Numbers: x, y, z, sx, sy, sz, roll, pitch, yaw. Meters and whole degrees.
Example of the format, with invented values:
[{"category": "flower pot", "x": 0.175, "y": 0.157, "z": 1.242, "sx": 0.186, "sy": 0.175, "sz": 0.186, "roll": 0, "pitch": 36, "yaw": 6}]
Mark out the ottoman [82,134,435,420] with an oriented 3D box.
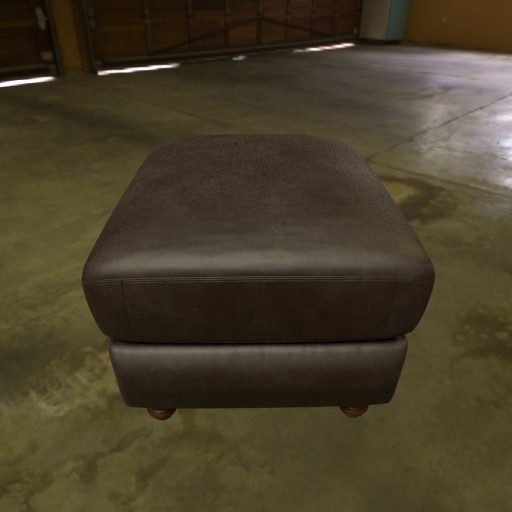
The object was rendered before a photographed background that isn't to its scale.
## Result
[{"category": "ottoman", "x": 0.000, "y": 0.000, "z": 1.229, "sx": 0.670, "sy": 0.569, "sz": 0.806, "roll": 0, "pitch": 31, "yaw": -1}]
